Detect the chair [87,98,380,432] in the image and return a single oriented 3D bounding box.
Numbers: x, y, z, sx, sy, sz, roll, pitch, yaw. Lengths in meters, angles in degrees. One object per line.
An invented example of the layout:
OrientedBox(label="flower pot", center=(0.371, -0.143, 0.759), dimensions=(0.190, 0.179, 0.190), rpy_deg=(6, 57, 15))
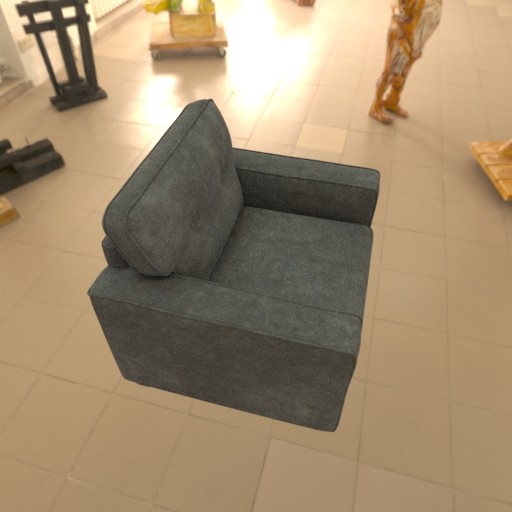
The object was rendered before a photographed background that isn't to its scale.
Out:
OrientedBox(label="chair", center=(0.000, 0.000, 1.858), dimensions=(0.939, 0.965, 1.015), rpy_deg=(11, 47, 10))
